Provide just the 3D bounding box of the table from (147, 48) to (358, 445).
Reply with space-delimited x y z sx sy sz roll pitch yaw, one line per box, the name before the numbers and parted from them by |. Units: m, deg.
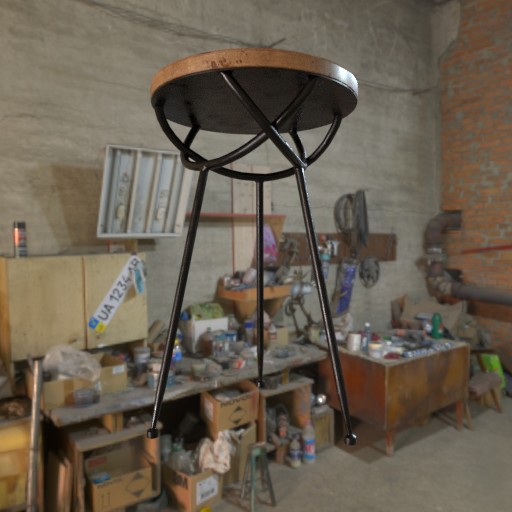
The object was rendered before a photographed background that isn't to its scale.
table | 0.000 0.000 0.908 0.414 0.664 0.418 0 1 17
